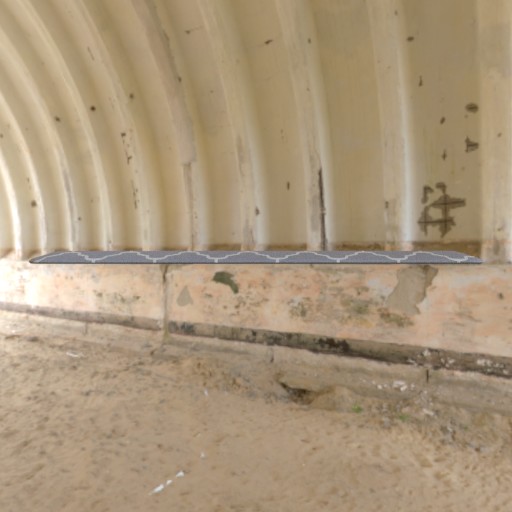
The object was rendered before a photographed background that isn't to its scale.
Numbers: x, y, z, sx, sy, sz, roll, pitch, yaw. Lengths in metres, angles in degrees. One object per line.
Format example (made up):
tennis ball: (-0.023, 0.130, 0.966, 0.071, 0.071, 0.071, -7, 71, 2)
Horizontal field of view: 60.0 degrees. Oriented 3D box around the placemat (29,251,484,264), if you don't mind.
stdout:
placemat: (0.000, 0.000, 0.966, 0.762, 0.021, 0.508, 0, 0, 0)
